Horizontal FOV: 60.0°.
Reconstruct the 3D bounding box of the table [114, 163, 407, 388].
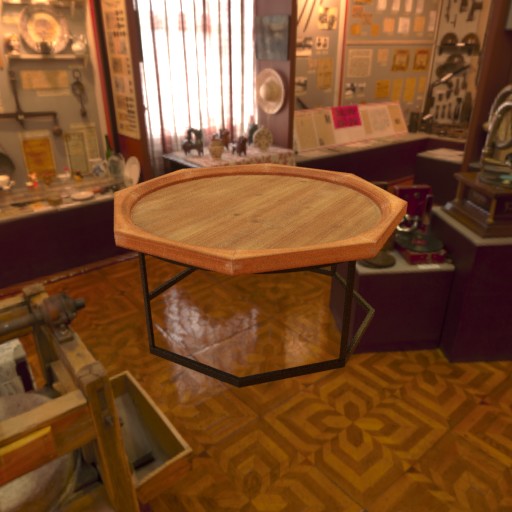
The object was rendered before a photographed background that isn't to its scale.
[{"bbox_3d":[0.000,0.000,1.598,1.002,0.444,1.002,0,25,0],"label":"table"}]
